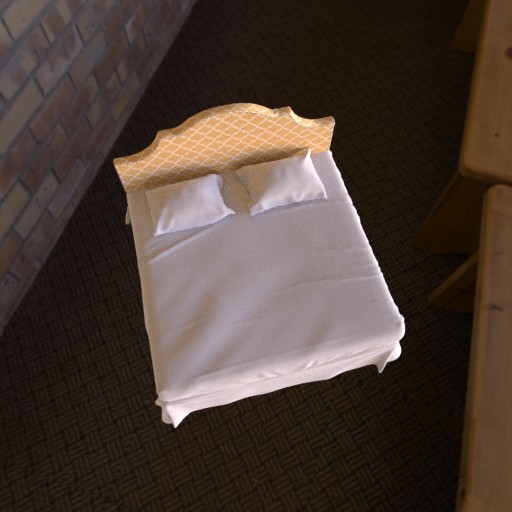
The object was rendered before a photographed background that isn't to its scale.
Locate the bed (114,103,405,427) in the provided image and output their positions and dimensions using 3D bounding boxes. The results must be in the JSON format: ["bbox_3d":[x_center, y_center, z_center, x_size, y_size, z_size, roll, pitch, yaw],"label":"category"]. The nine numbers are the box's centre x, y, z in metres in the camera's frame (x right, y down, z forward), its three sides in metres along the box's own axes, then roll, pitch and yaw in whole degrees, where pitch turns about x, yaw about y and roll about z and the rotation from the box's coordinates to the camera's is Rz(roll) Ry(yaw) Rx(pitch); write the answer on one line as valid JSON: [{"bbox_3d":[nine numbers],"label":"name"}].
[{"bbox_3d":[0.000,0.000,3.816,2.314,1.601,2.222,-13,64,-6],"label":"bed"}]
